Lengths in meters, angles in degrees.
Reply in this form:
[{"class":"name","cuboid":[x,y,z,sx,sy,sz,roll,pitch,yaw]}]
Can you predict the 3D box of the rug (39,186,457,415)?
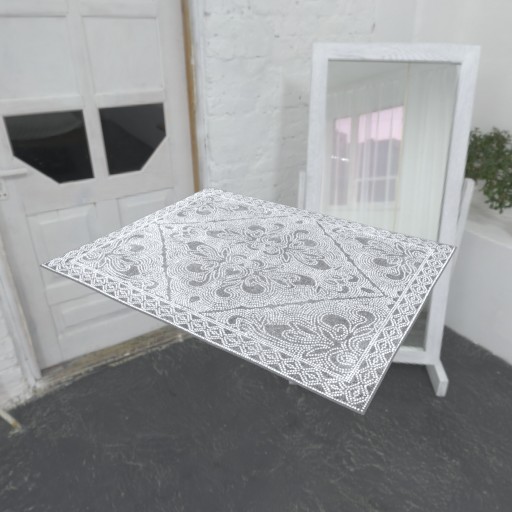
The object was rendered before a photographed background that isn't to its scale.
[{"class":"rug","cuboid":[0.000,0.000,4.096,3.048,0.012,2.438,18,34,29]}]
